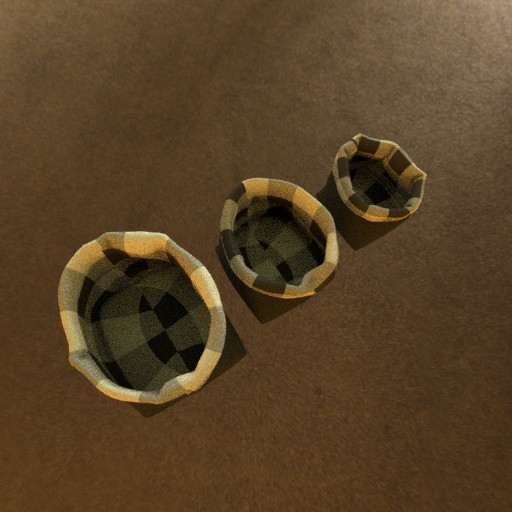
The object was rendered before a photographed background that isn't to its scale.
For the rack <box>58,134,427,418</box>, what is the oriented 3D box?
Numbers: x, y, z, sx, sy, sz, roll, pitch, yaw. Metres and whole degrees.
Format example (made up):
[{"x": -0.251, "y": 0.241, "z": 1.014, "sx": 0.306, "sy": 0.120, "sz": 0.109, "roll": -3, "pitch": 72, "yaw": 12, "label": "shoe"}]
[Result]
[{"x": 0.000, "y": 0.000, "z": 1.044, "sx": 0.889, "sy": 0.329, "sz": 0.370, "roll": -33, "pitch": 78, "yaw": -8, "label": "rack"}]
